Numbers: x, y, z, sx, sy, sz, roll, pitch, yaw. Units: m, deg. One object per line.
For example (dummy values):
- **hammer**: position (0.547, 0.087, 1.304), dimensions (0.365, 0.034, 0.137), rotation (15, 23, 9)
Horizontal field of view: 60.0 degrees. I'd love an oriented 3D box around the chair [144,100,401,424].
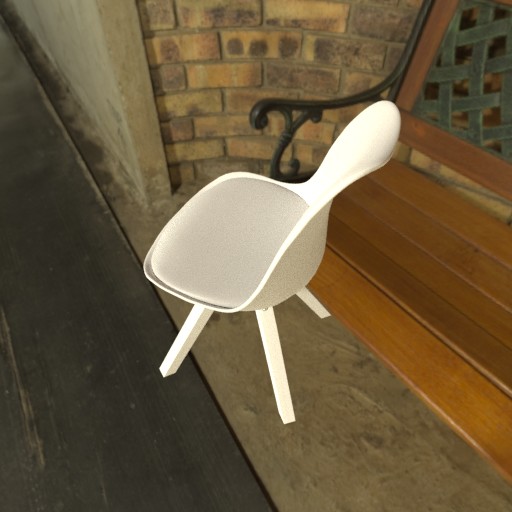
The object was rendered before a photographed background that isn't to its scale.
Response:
- **chair**: position (0.000, 0.000, 1.172), dimensions (0.550, 0.850, 0.485), rotation (16, 49, 15)
